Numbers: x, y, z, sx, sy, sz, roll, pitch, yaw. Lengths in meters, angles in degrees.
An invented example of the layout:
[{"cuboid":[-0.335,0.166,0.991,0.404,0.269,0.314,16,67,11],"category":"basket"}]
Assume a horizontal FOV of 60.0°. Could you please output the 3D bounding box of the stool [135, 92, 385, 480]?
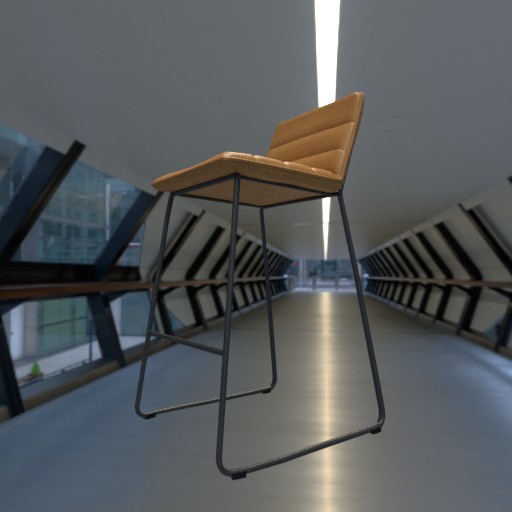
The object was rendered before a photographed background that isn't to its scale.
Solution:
[{"cuboid":[0.000,0.000,1.242,0.524,0.936,0.489,1,-2,-37],"category":"stool"}]
